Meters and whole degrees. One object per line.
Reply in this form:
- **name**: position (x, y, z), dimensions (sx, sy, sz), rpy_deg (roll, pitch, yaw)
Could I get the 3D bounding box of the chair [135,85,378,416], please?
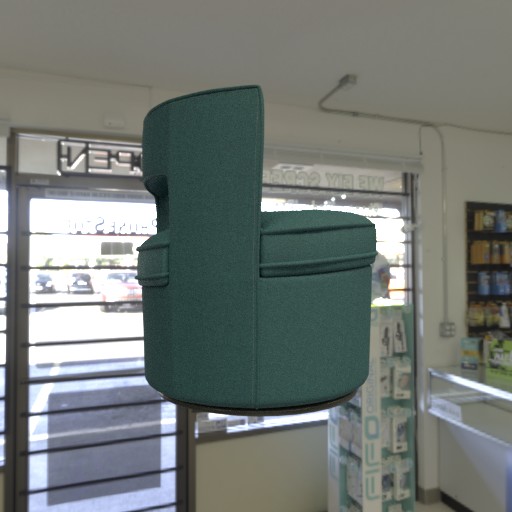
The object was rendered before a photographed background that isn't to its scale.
- **chair**: position (0.000, 0.000, 1.250), dimensions (0.660, 0.711, 0.684), rpy_deg (0, -2, -18)
